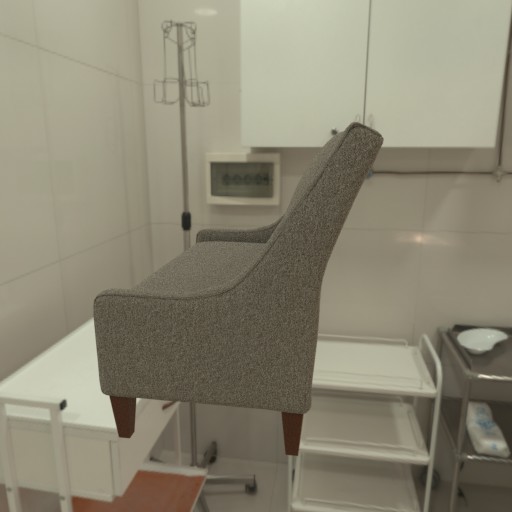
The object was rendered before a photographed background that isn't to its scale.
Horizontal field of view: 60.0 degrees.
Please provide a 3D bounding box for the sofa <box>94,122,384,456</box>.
[{"bbox_3d":[0.000,0.000,1.895,0.862,1.026,1.242,2,14,9],"label":"sofa"}]
